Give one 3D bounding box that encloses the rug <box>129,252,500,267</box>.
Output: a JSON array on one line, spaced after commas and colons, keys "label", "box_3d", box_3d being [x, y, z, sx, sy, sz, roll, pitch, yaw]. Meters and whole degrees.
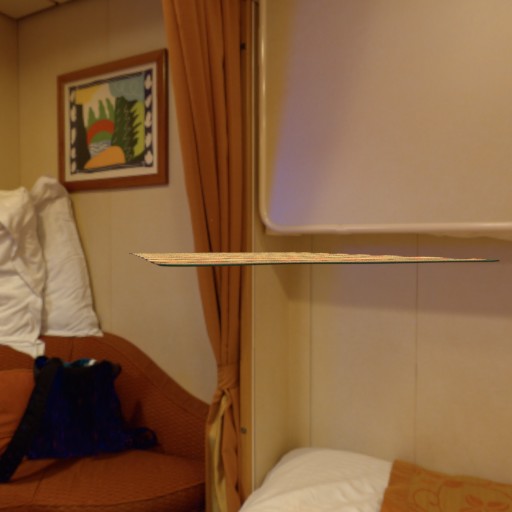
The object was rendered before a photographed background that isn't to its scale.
[{"label": "rug", "box_3d": [0.000, 0.000, 2.931, 1.520, 0.011, 2.447, 0, 1, -18]}]
